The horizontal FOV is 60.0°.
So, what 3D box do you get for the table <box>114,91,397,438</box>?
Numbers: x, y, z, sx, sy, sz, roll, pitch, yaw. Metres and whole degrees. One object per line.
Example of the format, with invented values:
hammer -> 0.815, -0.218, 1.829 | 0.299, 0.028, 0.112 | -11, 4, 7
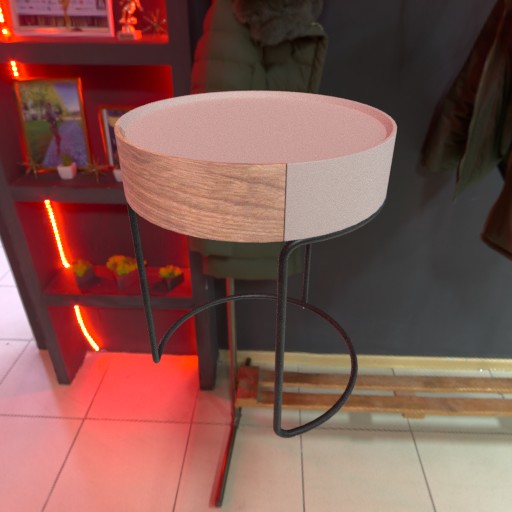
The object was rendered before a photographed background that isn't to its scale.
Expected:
table -> 0.000, 0.000, 0.864 | 0.450, 0.530, 0.450 | 0, 31, 0
